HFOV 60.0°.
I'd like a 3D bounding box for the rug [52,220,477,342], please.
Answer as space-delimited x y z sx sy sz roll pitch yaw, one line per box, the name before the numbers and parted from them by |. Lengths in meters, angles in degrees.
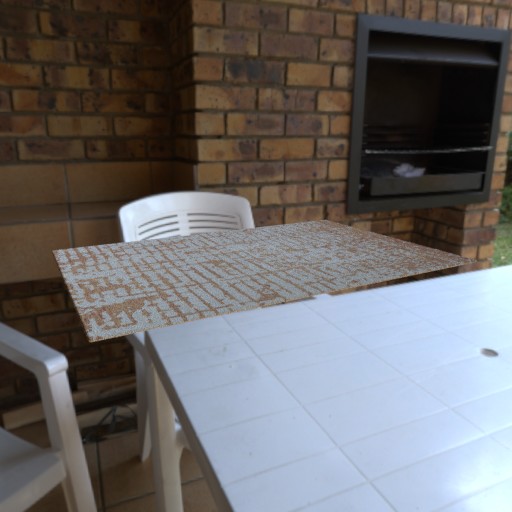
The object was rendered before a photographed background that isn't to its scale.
rug | 0.000 0.000 2.283 1.829 0.011 1.219 -8 17 -28
